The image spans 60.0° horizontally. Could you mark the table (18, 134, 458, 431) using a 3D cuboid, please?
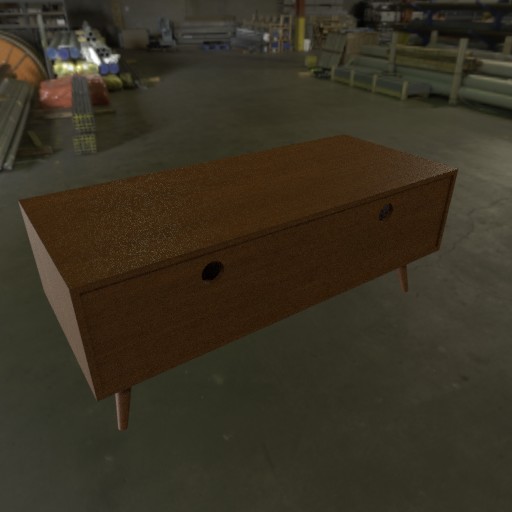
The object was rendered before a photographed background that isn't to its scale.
[{"bbox_3d":[0.000,0.000,1.329,1.119,0.464,0.490,-19,35,-29],"label":"table"}]
